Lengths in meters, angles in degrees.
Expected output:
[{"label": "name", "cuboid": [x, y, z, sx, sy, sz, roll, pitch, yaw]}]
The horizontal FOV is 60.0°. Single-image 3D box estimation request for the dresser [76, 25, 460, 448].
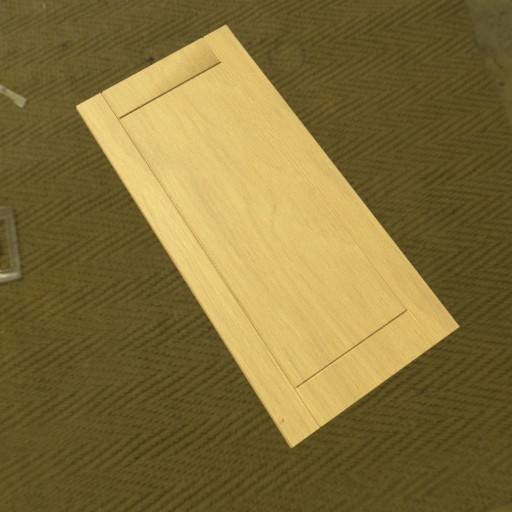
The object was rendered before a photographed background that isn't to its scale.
[{"label": "dresser", "cuboid": [0.000, 0.000, 1.402, 0.440, 0.835, 0.915, -33, 77, -8]}]
